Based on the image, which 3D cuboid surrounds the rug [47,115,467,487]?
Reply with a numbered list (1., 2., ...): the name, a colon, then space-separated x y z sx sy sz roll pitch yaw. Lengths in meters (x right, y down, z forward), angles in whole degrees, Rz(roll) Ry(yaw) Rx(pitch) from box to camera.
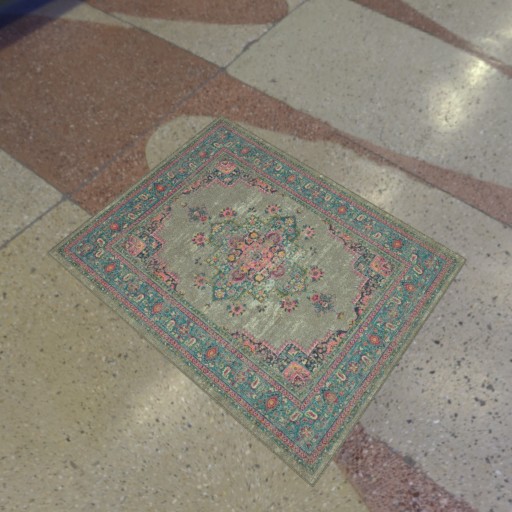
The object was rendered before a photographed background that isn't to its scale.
1. rug: 0.000 0.000 4.109 3.057 0.013 2.434 35 65 19
